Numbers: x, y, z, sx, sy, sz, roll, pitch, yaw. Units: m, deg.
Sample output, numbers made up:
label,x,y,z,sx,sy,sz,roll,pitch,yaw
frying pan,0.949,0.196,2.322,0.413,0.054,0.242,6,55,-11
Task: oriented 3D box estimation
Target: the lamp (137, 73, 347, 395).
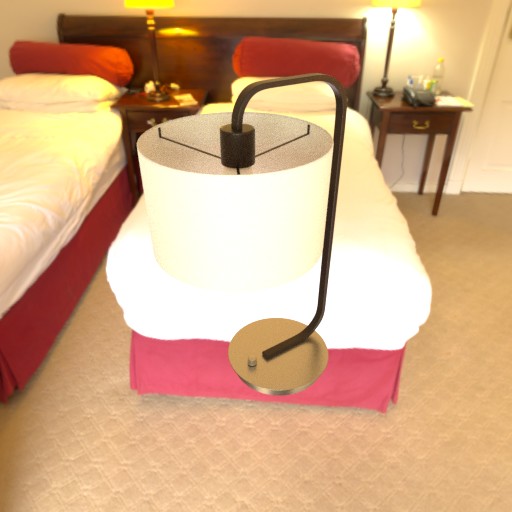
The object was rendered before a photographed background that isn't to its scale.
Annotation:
label,x,y,z,sx,sy,sz,roll,pitch,yaw
lamp,0.000,0.000,0.637,0.288,0.473,0.230,-20,38,-28
